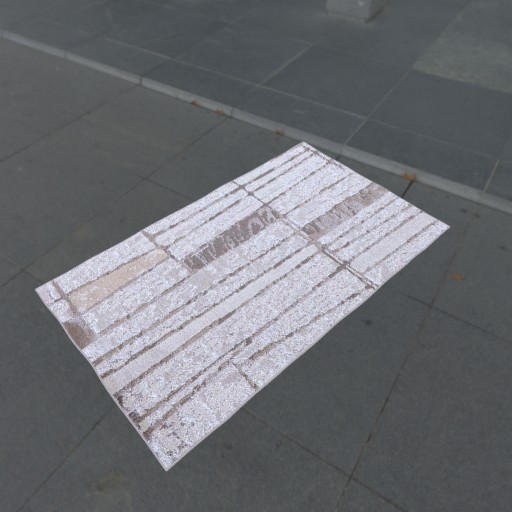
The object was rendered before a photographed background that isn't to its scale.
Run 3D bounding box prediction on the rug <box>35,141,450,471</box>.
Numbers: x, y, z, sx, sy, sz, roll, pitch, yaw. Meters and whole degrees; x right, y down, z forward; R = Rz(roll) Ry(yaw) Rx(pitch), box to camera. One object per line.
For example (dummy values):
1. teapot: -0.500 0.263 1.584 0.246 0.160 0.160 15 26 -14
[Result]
1. rug: 0.000 0.000 1.054 0.867 0.007 0.515 -34 56 -27
